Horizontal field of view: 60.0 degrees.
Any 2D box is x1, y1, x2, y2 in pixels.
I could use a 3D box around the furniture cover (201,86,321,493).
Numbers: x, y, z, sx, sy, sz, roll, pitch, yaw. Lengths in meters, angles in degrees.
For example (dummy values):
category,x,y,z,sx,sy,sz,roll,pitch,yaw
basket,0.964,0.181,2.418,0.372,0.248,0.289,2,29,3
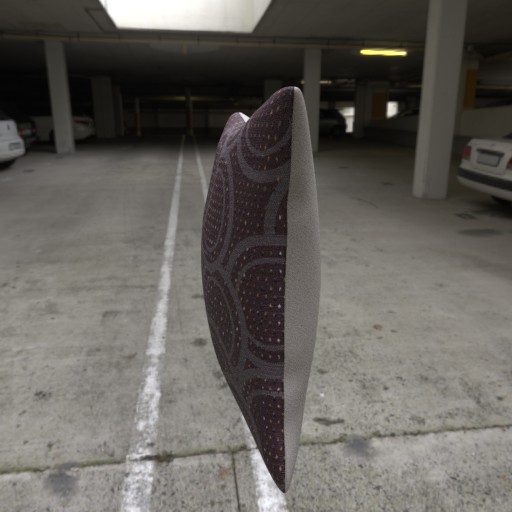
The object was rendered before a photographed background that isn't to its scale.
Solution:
category,x,y,z,sx,sy,sz,roll,pitch,yaw
furniture cover,0.000,0.000,0.782,0.193,0.509,0.552,-2,15,-8
